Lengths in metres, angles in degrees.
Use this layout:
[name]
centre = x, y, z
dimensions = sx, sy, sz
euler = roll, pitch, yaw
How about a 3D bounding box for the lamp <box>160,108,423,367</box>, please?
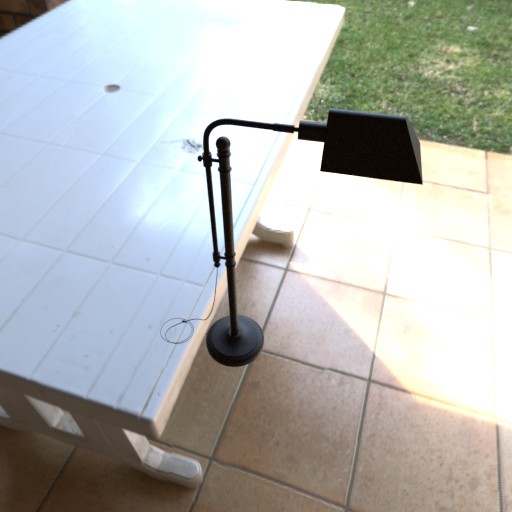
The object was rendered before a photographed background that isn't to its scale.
[lamp]
centre = 0.000, 0.000, 0.956
dimensions = 0.545, 0.708, 0.159
euler = 9, 47, 9
